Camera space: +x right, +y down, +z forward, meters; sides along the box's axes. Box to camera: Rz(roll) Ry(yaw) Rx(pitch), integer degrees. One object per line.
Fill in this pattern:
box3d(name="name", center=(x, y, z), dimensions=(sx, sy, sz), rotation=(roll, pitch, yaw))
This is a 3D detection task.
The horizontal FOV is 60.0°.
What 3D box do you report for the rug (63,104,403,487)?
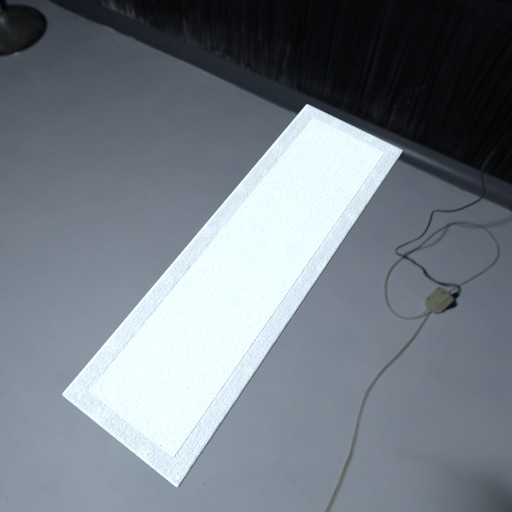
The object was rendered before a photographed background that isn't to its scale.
box3d(name="rug", center=(0.000, 0.000, 2.626), dimensions=(0.759, 0.012, 2.430), rotation=(31, 67, 15))
